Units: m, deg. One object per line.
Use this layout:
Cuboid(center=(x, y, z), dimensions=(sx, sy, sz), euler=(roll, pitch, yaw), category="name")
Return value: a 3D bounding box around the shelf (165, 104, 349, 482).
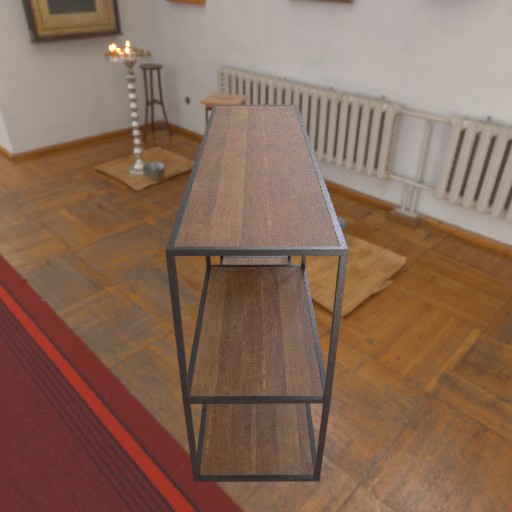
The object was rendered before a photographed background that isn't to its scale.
Cuboid(center=(0.000, 0.000, 1.566), dimensions=(0.361, 0.765, 1.201), euler=(0, 32, 0), category="shelf")
